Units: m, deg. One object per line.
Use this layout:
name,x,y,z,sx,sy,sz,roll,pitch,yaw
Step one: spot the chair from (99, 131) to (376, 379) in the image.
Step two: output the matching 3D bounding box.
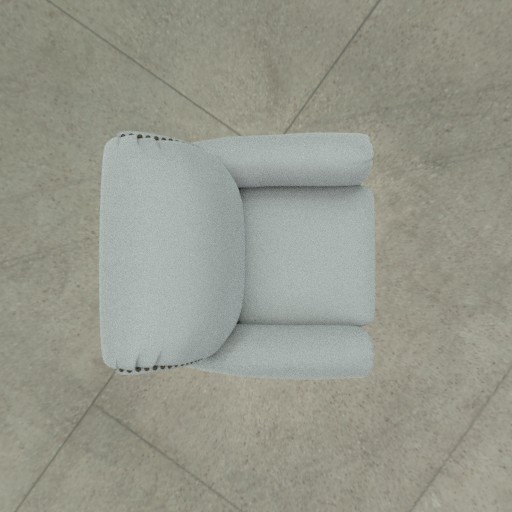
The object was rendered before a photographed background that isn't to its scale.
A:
chair,0.000,0.000,1.648,0.890,0.927,0.854,0,89,1
